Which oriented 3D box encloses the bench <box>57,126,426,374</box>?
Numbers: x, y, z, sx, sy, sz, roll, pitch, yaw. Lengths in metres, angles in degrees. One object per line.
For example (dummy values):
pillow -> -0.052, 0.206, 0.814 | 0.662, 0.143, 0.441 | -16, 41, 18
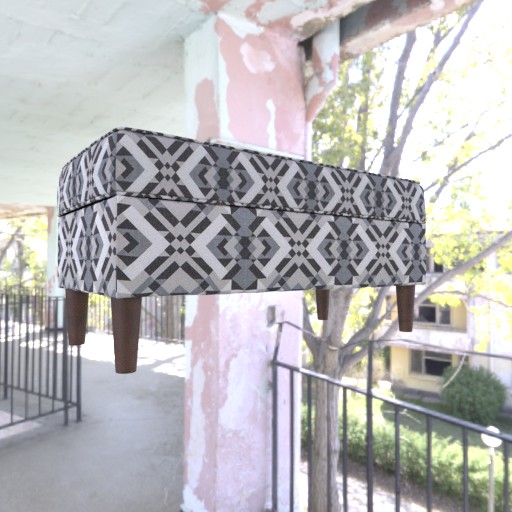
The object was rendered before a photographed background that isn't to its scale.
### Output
bench -> 0.000, 0.000, 1.307 | 1.016, 0.477, 0.492 | 1, -1, -36
